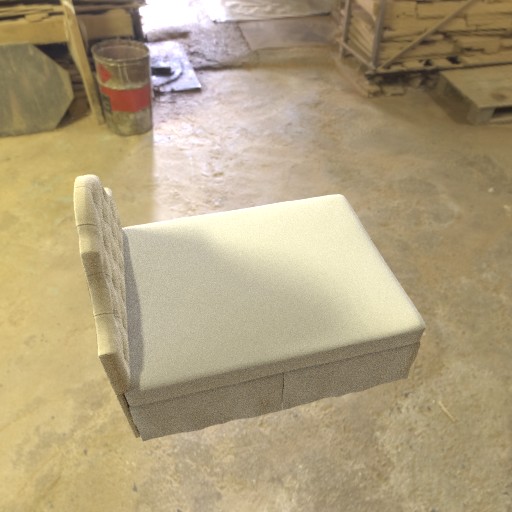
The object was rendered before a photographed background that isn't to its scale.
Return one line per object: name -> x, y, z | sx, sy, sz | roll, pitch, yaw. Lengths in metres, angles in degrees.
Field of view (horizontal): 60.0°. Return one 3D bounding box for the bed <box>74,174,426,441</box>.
bed -> 0.000, 0.000, 3.196 | 2.092, 1.575, 1.627 | -10, 46, -10
